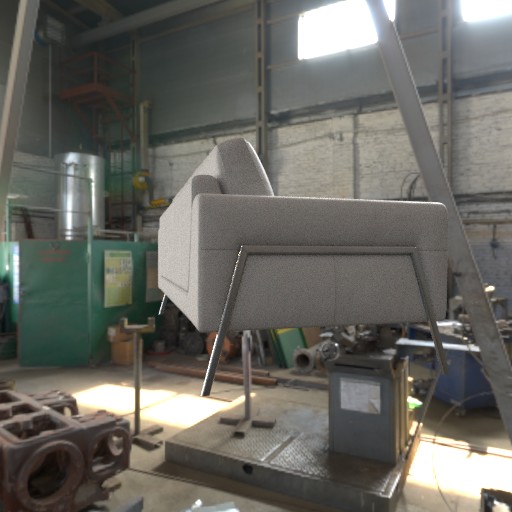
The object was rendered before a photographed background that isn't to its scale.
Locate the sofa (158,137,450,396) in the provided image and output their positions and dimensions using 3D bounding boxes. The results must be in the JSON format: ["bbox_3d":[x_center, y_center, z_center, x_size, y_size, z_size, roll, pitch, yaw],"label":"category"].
[{"bbox_3d":[0.000,0.000,2.479,0.953,0.875,2.017,0,0,-16],"label":"sofa"}]
